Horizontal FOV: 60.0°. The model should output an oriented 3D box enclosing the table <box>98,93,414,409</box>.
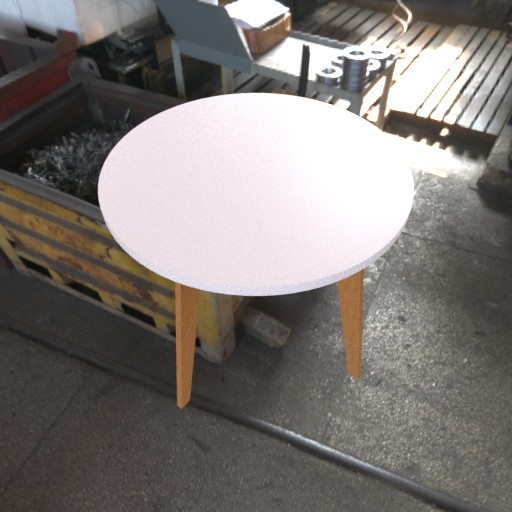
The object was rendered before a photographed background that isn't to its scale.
[{"bbox_3d":[0.000,0.000,1.570,0.896,0.762,0.896,0,47,0],"label":"table"}]
